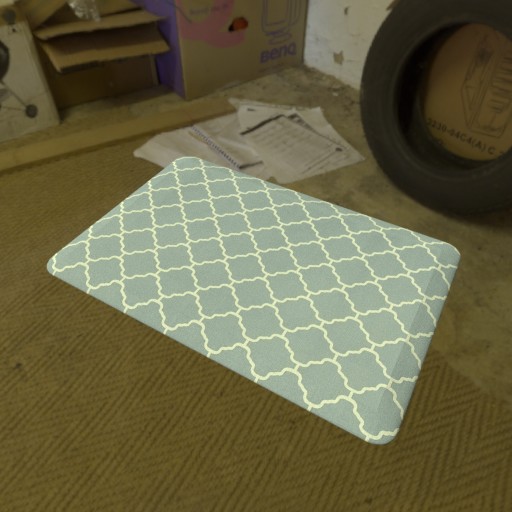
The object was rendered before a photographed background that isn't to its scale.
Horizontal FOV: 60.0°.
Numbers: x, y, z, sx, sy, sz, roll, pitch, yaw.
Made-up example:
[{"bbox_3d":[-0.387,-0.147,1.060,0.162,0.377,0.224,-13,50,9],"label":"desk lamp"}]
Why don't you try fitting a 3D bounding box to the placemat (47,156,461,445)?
[{"bbox_3d":[0.000,0.000,0.948,0.762,0.021,0.508,22,49,21],"label":"placemat"}]
